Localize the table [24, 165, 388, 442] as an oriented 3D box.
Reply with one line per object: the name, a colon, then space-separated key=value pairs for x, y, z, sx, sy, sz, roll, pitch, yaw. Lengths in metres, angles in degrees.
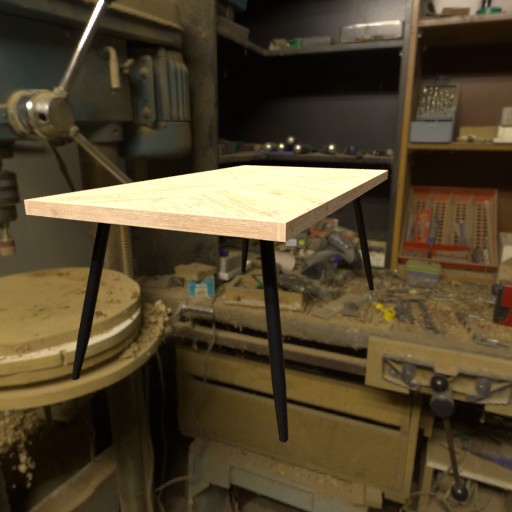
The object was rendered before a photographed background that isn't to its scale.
table: x=0.000 y=0.000 z=2.271 sx=0.991 sy=0.762 sz=1.803 roll=7 pitch=17 yaw=23
